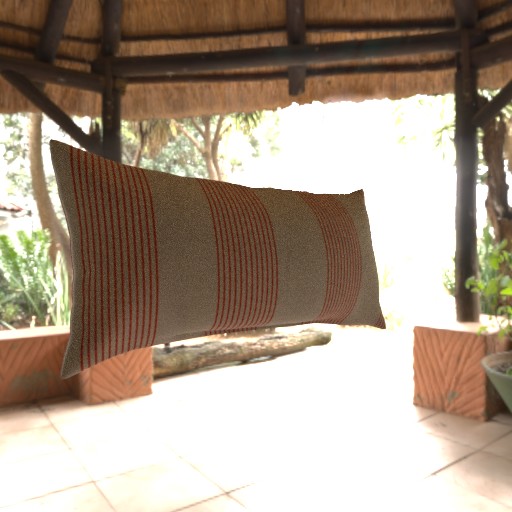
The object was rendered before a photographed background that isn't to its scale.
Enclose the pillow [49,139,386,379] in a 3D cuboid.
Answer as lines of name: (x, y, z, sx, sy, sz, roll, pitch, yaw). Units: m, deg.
pillow: (0.000, 0.000, 0.717, 0.608, 0.292, 0.156, 1, -1, -37)
